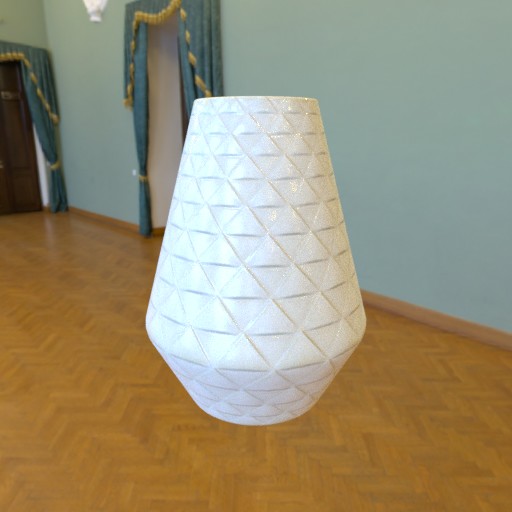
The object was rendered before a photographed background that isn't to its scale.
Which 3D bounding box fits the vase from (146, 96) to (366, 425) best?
[{"bbox_3d":[0.000,0.000,0.348,0.175,0.230,0.175,0,16,0],"label":"vase"}]
